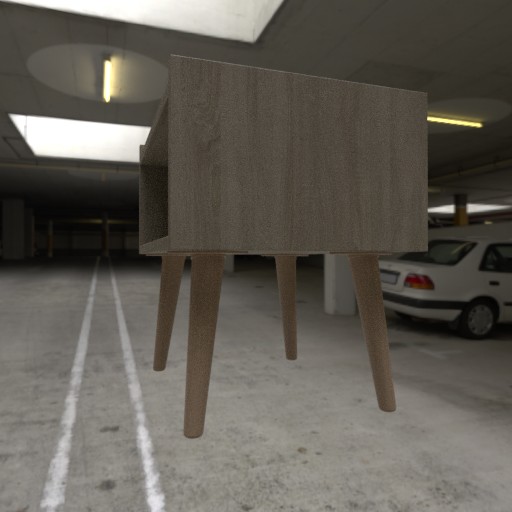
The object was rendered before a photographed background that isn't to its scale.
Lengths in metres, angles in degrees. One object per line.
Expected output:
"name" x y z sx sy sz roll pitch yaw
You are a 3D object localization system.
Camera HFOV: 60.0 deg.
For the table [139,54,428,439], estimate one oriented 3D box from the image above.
"table" 0.000 0.000 0.793 0.370 0.470 0.450 0 0 -19
